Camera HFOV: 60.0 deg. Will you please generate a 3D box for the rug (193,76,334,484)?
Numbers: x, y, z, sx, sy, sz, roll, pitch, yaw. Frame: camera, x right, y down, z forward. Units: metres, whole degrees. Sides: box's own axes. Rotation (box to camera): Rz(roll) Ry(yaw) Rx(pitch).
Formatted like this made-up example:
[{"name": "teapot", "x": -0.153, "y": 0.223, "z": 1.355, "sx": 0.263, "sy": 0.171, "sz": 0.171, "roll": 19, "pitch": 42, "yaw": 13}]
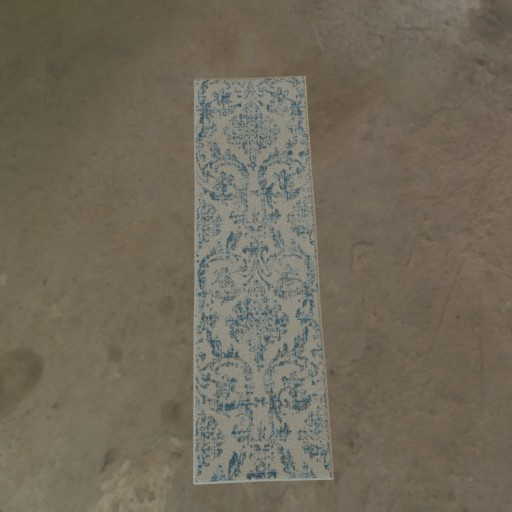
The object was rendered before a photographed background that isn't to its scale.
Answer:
[{"name": "rug", "x": 0.000, "y": 0.000, "z": 2.359, "sx": 0.662, "sy": 0.011, "sz": 2.196, "roll": -2, "pitch": 75, "yaw": 0}]
